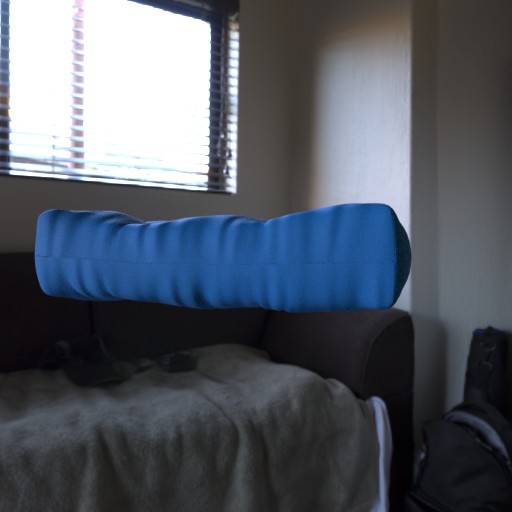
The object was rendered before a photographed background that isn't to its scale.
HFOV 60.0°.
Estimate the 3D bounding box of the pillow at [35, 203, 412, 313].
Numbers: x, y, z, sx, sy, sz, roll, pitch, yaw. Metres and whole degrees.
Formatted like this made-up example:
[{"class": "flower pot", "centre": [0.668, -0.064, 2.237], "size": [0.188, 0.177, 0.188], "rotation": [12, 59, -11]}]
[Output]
[{"class": "pillow", "centre": [0.000, 0.000, 0.725], "size": [0.468, 0.128, 0.490], "rotation": [0, 1, 17]}]
